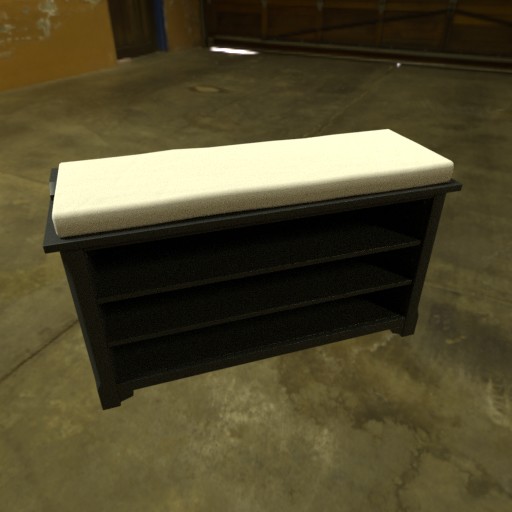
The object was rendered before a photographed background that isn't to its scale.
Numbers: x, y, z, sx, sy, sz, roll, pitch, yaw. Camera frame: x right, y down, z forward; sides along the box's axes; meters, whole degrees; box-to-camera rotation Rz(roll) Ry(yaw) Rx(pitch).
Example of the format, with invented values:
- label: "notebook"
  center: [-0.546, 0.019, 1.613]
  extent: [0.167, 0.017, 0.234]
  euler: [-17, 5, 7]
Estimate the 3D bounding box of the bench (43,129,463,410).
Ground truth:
- label: "bench"
  center: [0.000, 0.000, 1.233]
  extent: [0.973, 0.561, 0.345]
  euler: [-10, 34, -15]
